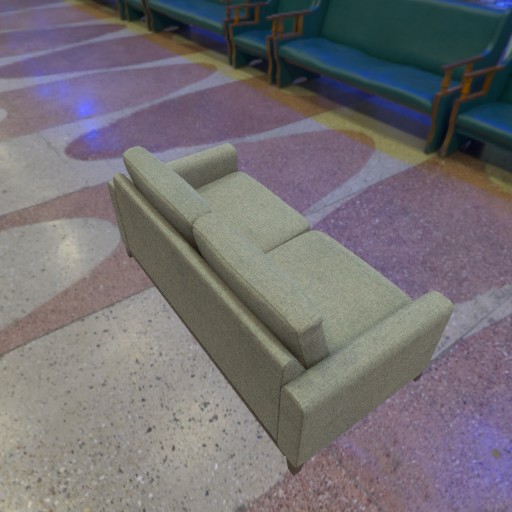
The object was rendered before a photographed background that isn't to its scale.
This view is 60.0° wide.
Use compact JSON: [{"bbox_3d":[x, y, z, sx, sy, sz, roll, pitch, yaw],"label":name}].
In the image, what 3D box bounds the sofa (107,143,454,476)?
[{"bbox_3d":[0.000,0.000,2.571,0.969,0.892,1.978,-25,47,-26],"label":"sofa"}]
